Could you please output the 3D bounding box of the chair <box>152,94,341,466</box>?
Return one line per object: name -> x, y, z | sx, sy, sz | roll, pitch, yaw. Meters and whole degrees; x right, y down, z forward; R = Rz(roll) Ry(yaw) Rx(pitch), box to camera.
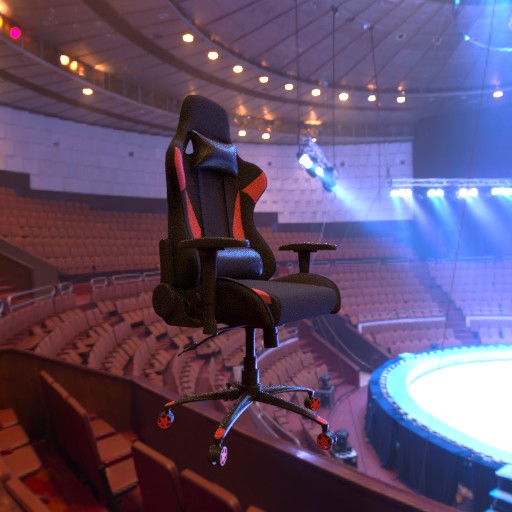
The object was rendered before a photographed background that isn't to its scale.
chair -> 0.000, 0.000, 1.709 | 0.658, 1.326, 0.695 | 0, 0, 36
